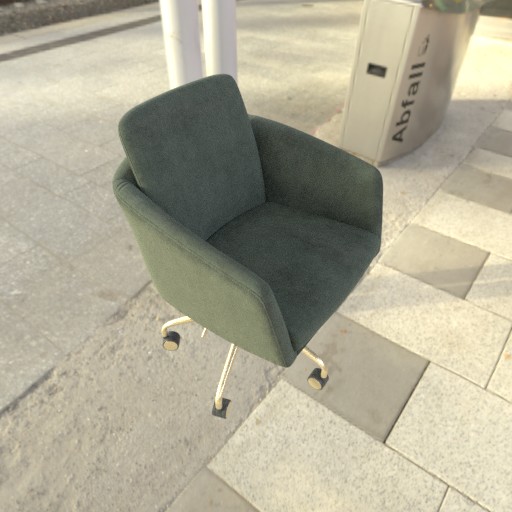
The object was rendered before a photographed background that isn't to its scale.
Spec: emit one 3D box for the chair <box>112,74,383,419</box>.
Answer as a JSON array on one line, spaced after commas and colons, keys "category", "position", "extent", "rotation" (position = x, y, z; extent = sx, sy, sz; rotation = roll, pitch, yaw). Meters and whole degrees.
[{"category": "chair", "position": [0.000, 0.000, 1.370], "extent": [0.635, 0.908, 0.641], "rotation": [25, 46, 26]}]
